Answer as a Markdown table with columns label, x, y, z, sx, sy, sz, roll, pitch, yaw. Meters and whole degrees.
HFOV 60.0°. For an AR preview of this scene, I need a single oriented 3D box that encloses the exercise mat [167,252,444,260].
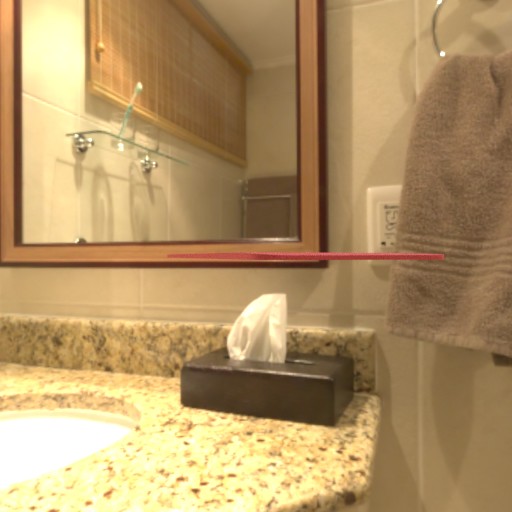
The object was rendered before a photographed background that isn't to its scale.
| label | x | y | z | sx | sy | sz | roll | pitch | yaw |
| --- | --- | --- | --- | --- | --- | --- | --- | --- | --- |
| exercise mat | 0.000 | 0.000 | 2.113 | 0.616 | 0.021 | 1.884 | 0 | 0 | -18 |
